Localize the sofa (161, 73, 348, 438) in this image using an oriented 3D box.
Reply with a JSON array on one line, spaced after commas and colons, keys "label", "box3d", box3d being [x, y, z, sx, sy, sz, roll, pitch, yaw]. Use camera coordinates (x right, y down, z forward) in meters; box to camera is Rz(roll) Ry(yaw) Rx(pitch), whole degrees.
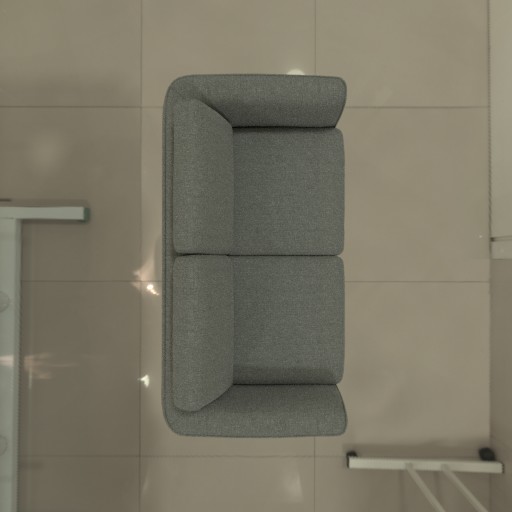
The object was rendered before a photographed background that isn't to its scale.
[{"label": "sofa", "box3d": [0.000, 0.000, 2.253, 0.920, 0.870, 1.700, 0, 90, 0]}]
